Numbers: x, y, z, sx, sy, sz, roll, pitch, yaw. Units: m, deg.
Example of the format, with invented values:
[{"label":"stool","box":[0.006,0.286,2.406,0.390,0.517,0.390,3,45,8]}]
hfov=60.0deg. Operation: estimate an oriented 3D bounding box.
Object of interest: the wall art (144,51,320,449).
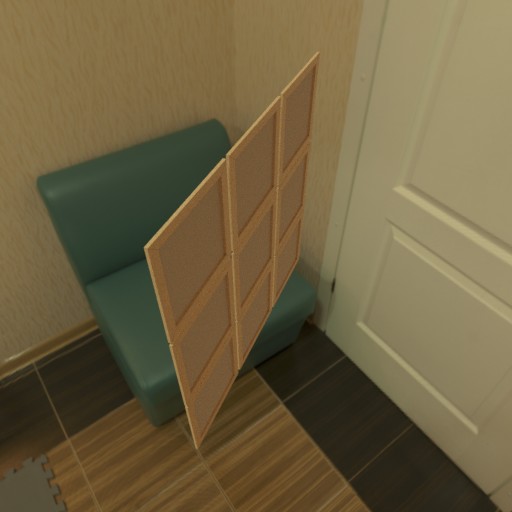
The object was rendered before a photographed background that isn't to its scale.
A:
[{"label":"wall art","box":[0.000,0.000,2.281,0.014,1.507,1.519,18,49,17]}]
